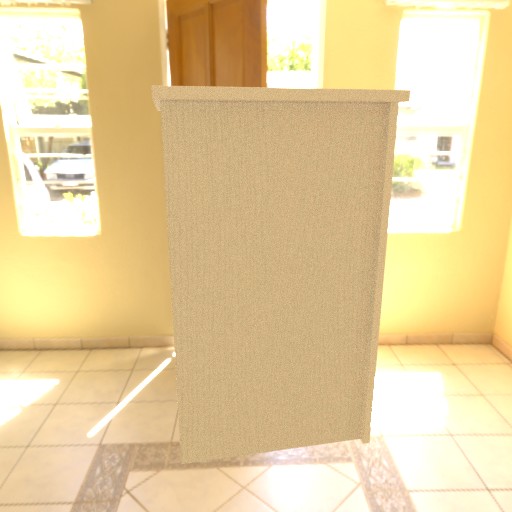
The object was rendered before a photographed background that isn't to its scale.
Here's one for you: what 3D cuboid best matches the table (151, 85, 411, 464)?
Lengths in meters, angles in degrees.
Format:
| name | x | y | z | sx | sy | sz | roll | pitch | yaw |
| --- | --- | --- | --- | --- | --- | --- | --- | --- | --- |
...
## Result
| name | x | y | z | sx | sy | sz | roll | pitch | yaw |
| --- | --- | --- | --- | --- | --- | --- | --- | --- | --- |
| table | 0.000 | 0.000 | 0.943 | 0.381 | 0.635 | 0.480 | -3 | 17 | -11 |
